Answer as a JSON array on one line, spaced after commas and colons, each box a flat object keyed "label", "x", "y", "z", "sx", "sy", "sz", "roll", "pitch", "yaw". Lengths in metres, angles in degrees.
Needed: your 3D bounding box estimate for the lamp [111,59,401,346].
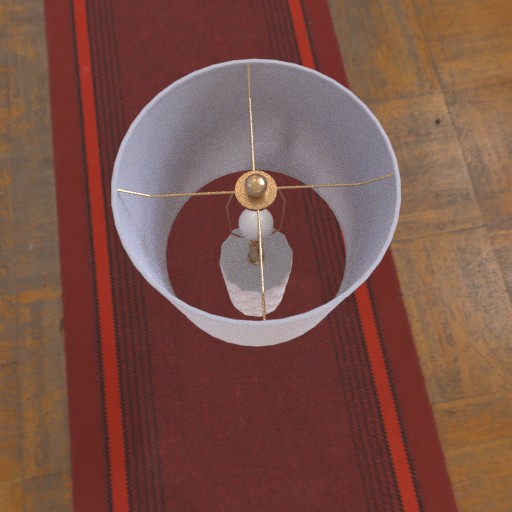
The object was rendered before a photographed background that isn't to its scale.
[{"label": "lamp", "x": 0.000, "y": 0.000, "z": 0.682, "sx": 0.277, "sy": 0.537, "sz": 0.277, "roll": 34, "pitch": 77, "yaw": 9}]
